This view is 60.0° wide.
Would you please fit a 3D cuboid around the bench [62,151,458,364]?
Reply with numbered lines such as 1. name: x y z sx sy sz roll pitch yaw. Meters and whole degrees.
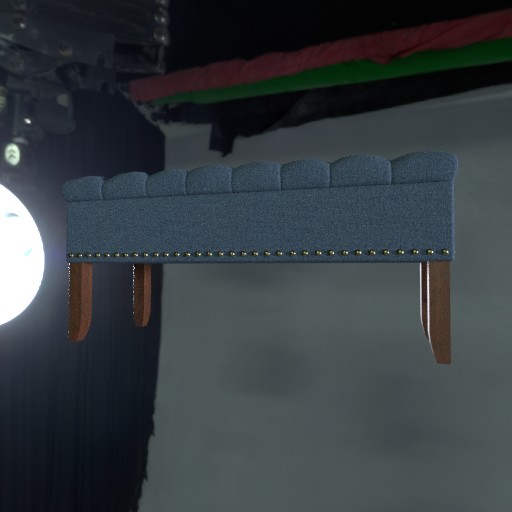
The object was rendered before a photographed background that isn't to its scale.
1. bench: 0.000 0.000 1.305 1.052 0.492 0.417 0 -2 18
